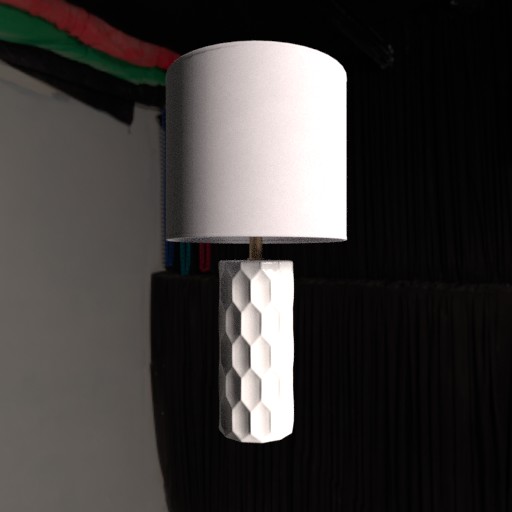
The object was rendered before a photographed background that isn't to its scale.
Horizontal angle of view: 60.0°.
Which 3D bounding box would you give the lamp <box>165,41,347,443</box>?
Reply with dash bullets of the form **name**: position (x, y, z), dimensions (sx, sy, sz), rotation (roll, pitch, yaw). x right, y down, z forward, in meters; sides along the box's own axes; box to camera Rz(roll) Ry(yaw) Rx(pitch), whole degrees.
- **lamp**: position (0.000, 0.000, 0.690), dimensions (0.277, 0.537, 0.277), rotation (0, 0, 37)
